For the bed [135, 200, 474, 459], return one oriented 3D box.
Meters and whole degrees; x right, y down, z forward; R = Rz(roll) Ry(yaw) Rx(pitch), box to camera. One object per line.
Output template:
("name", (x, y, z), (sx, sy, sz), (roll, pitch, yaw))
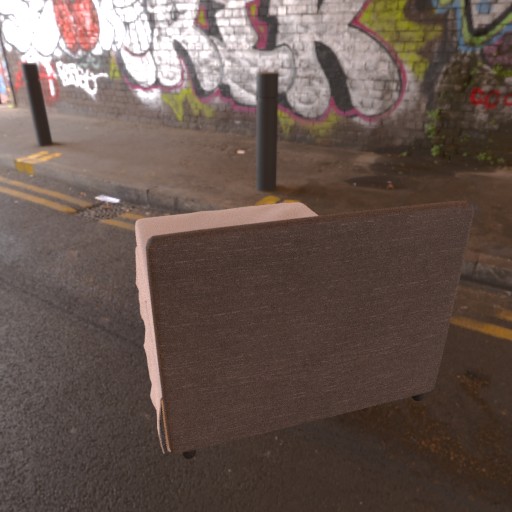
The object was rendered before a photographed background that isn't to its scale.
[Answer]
("bed", (0.000, 0.000, 3.213), (1.723, 1.330, 2.142), (-8, 27, -15))
